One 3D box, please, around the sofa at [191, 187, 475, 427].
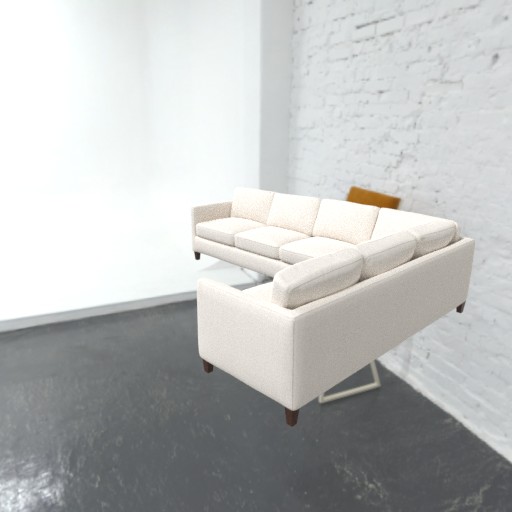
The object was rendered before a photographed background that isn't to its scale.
[{"bbox_3d":[0.000,0.000,4.479,2.593,0.947,3.302,-15,22,-41],"label":"sofa"}]
